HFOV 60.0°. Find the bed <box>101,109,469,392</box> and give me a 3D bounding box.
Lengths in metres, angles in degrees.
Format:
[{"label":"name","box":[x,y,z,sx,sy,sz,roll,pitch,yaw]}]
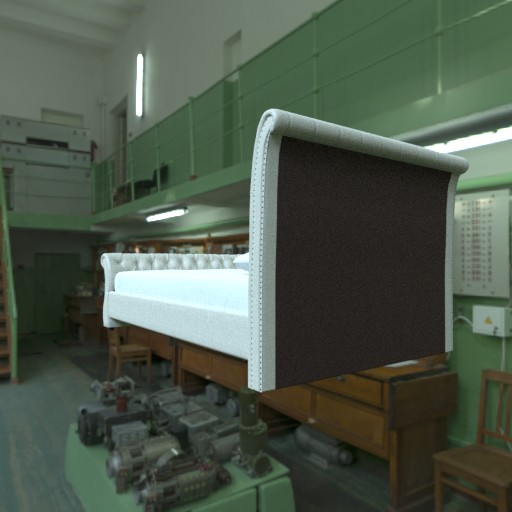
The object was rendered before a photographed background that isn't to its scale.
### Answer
[{"label":"bed","box":[0.000,0.000,3.382,1.606,1.268,2.493,1,-1,-36]}]
